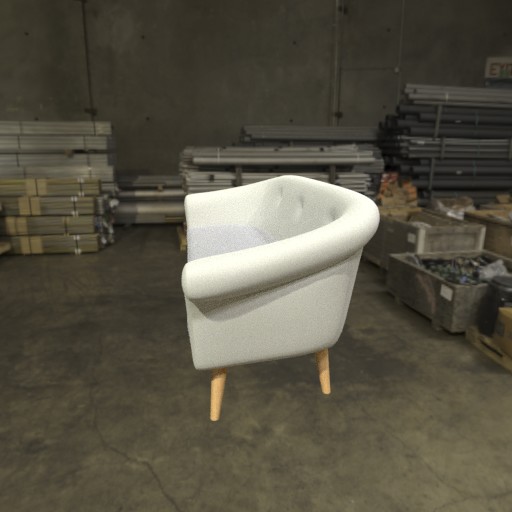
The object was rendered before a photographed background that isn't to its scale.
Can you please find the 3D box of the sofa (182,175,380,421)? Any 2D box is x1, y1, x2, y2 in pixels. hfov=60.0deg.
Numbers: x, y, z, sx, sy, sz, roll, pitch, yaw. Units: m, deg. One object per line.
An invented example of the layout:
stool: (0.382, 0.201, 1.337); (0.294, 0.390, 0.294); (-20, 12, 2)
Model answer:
sofa: (0.000, 0.000, 2.493); (0.827, 0.795, 2.160); (-2, 14, -8)
